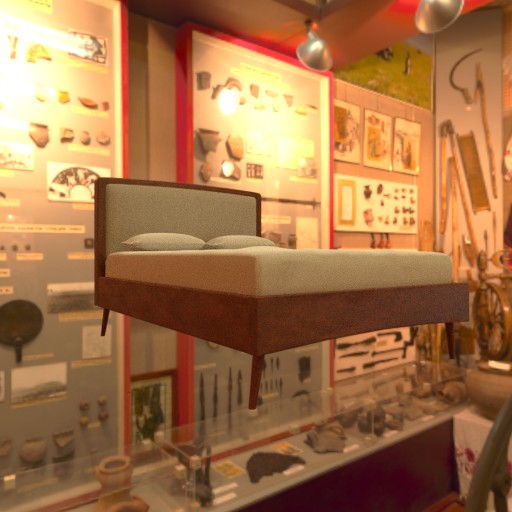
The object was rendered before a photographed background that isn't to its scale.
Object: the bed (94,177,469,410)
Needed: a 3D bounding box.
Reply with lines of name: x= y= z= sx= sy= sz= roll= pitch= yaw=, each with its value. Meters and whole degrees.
bed: x=0.000 y=0.000 z=3.099 sx=1.587 sy=1.275 sz=2.196 roll=0 pitch=0 yaw=-36
